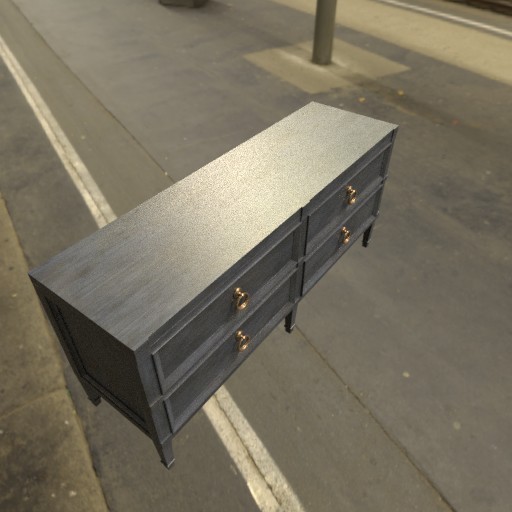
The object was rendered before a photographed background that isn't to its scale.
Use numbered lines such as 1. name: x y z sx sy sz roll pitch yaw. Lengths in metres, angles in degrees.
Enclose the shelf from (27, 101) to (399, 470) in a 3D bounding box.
1. shelf: 0.000 0.000 1.890 0.479 0.719 1.575 27 48 27
